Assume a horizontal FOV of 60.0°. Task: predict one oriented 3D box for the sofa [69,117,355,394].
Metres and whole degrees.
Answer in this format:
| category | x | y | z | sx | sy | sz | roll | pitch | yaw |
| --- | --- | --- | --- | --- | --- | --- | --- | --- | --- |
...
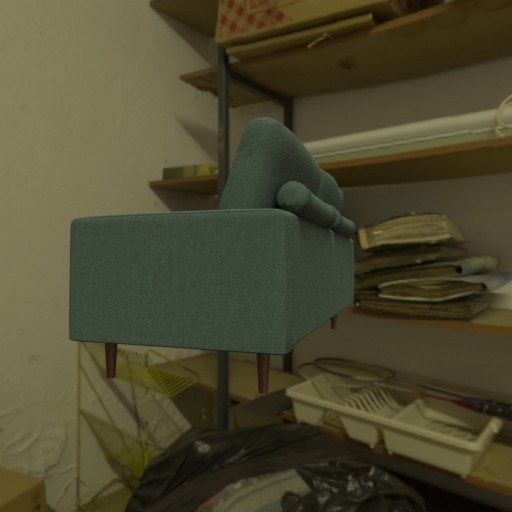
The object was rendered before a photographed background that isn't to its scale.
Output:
| category | x | y | z | sx | sy | sz | roll | pitch | yaw |
| --- | --- | --- | --- | --- | --- | --- | --- | --- | --- |
| sofa | 0.000 | 0.000 | 2.570 | 0.966 | 1.050 | 2.010 | 0 | -1 | 19 |
